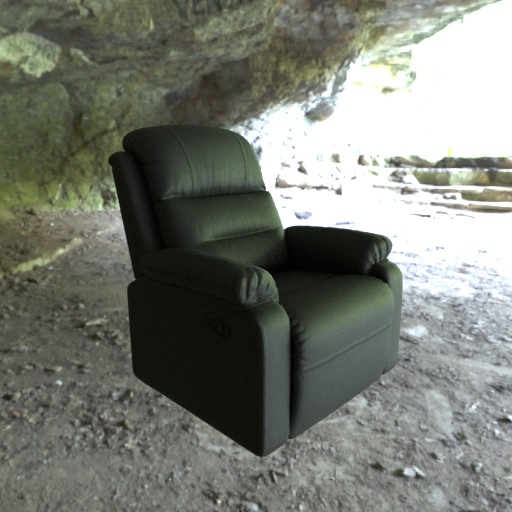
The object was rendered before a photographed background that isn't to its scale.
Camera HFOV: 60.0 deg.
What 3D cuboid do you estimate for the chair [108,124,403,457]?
[{"bbox_3d":[0.000,0.000,1.694,0.919,0.992,0.855,13,18,43],"label":"chair"}]
